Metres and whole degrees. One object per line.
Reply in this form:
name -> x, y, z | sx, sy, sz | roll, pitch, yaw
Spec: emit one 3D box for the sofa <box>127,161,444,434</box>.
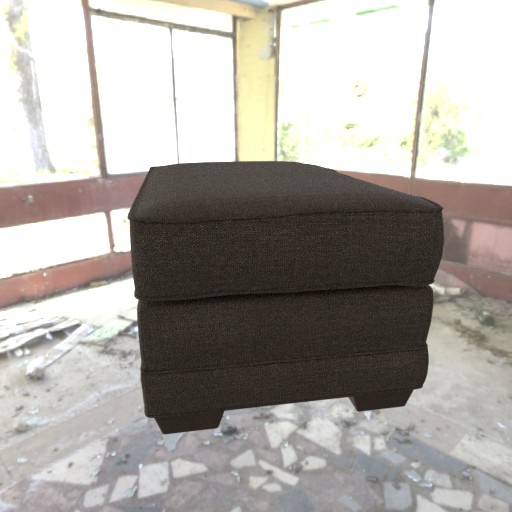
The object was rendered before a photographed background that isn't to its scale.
sofa -> 0.000, 0.000, 1.202 | 0.578, 0.457, 0.854 | -3, 17, -10
